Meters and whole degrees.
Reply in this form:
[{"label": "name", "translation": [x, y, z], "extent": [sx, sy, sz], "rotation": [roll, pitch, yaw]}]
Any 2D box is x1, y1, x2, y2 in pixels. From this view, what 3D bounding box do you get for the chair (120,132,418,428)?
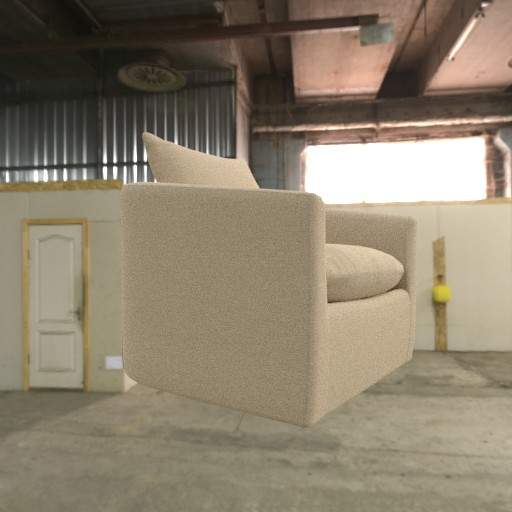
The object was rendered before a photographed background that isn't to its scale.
[{"label": "chair", "translation": [0.000, 0.000, 1.589], "extent": [0.910, 0.848, 0.845], "rotation": [0, 0, 35]}]
